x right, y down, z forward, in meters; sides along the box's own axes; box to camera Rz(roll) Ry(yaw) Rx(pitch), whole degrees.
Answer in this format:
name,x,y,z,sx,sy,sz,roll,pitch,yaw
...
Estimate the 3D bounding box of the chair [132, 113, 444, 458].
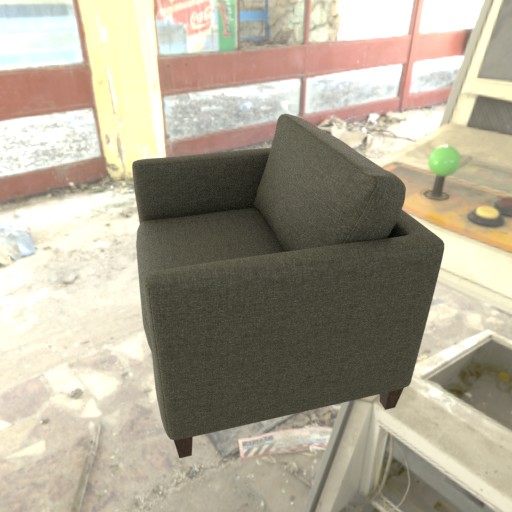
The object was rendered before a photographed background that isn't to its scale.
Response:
name,x,y,z,sx,sy,sz,roll,pitch,yaw
chair,0.000,0.000,1.841,0.959,0.963,1.107,-8,32,-13
